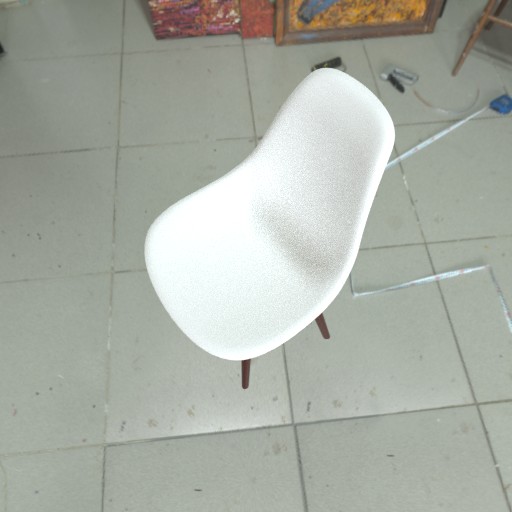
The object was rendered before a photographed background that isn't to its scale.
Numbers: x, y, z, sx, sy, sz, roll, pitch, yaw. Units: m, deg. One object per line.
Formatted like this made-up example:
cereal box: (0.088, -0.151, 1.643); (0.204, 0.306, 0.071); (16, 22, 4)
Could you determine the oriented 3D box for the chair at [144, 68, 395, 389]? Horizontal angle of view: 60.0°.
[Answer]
chair: (0.000, 0.000, 1.156); (0.533, 0.826, 0.470); (-32, 68, -15)
